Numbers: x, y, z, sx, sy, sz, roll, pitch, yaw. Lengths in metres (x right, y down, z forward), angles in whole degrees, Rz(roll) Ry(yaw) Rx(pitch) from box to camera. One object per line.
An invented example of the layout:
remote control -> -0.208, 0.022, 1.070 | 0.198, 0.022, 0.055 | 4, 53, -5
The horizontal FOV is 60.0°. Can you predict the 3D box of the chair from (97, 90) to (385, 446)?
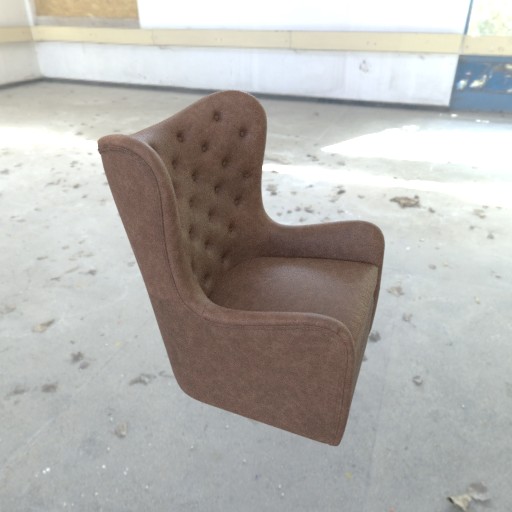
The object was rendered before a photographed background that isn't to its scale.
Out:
chair -> 0.000, 0.000, 1.731 | 0.930, 1.079, 0.831 | 11, 32, 18
